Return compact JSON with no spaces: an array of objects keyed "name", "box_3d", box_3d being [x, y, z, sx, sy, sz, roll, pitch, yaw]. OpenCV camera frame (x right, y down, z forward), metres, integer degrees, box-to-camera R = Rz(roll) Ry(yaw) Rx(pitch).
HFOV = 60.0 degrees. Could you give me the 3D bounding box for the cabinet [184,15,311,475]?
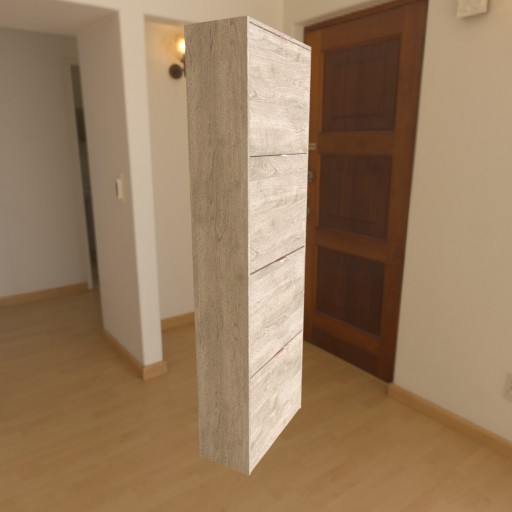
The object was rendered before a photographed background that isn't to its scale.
[{"name":"cabinet","box_3d":[0.000,0.000,1.800,0.250,1.630,0.520,8,16,27]}]
